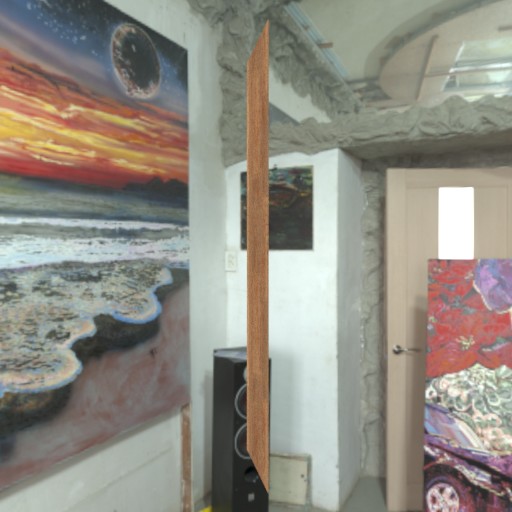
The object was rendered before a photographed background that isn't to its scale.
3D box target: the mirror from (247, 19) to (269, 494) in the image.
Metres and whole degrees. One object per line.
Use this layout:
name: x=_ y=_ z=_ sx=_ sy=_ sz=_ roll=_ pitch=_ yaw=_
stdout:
mirror: x=0.000 y=0.000 z=1.266 sx=0.047 sy=1.010 sz=0.651 roll=0 pitch=1 yaw=-1
